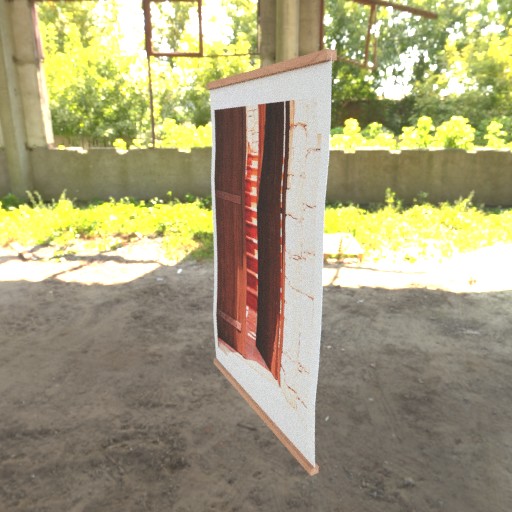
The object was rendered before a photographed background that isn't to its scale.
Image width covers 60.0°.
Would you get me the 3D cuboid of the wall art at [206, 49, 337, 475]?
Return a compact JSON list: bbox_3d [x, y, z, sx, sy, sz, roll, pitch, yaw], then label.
[{"bbox_3d":[0.000,0.000,0.653,0.012,0.508,0.332,-8,17,-26],"label":"wall art"}]
